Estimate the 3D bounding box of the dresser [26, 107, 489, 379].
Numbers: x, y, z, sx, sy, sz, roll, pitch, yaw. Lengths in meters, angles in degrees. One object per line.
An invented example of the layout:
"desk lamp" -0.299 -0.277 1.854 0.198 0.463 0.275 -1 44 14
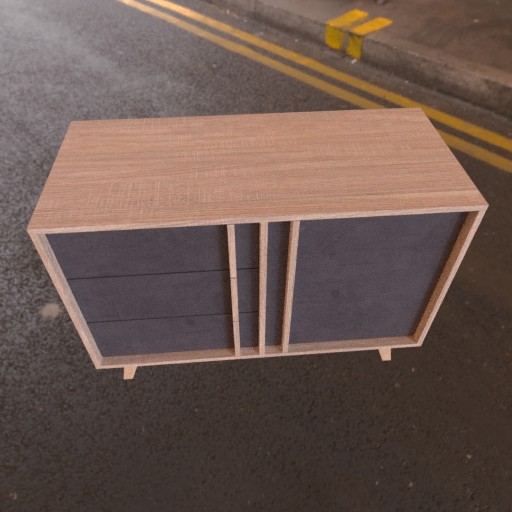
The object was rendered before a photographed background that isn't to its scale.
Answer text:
"dresser" 0.000 0.000 1.513 1.110 0.780 0.500 -3 46 -3
